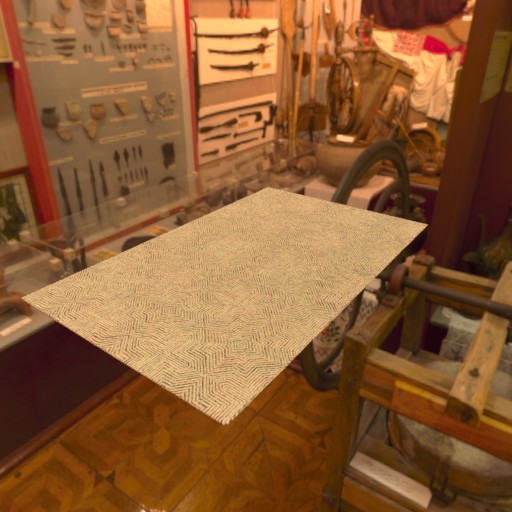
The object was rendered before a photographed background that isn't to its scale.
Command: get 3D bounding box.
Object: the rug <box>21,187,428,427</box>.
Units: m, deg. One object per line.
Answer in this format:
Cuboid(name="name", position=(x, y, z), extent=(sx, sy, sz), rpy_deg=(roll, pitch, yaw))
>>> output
Cuboid(name="rug", position=(0.000, 0.000, 2.969), extent=(1.519, 0.007, 2.428), rpy_deg=(19, 33, 32))
